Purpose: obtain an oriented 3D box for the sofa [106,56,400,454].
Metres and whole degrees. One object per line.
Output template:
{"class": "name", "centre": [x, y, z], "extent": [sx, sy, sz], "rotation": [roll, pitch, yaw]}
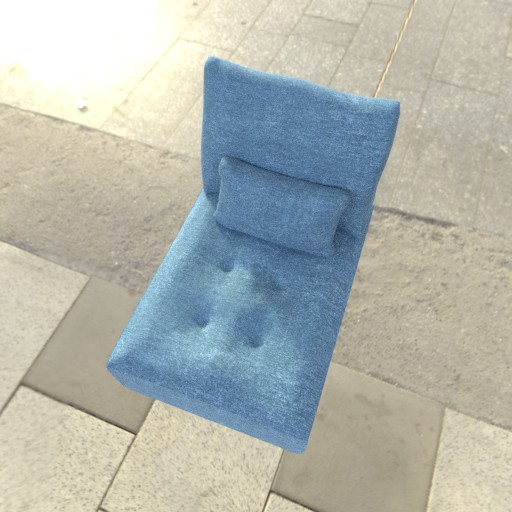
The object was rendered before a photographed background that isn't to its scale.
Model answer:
{"class": "sofa", "centre": [0.000, 0.000, 1.539], "extent": [0.700, 0.820, 1.000], "rotation": [17, 60, 10]}
